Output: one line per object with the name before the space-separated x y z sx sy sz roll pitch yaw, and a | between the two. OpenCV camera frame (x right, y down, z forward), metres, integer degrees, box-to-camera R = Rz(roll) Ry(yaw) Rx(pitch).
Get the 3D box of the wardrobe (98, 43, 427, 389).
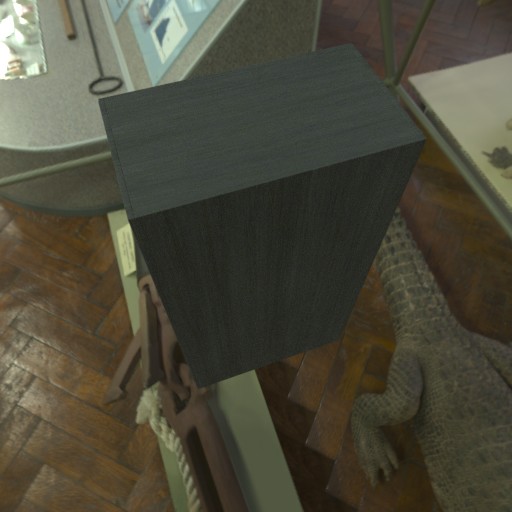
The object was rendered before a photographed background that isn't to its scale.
wardrobe | 0.000 0.000 2.278 0.991 1.808 0.577 -17 60 -10
